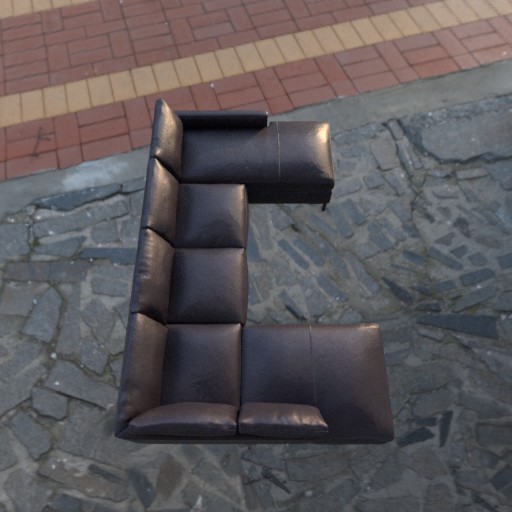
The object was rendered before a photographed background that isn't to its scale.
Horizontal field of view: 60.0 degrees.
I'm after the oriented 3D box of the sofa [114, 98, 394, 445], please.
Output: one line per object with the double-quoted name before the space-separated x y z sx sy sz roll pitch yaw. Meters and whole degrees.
"sofa" 0.000 0.000 3.783 1.939 0.900 2.956 0 64 0
